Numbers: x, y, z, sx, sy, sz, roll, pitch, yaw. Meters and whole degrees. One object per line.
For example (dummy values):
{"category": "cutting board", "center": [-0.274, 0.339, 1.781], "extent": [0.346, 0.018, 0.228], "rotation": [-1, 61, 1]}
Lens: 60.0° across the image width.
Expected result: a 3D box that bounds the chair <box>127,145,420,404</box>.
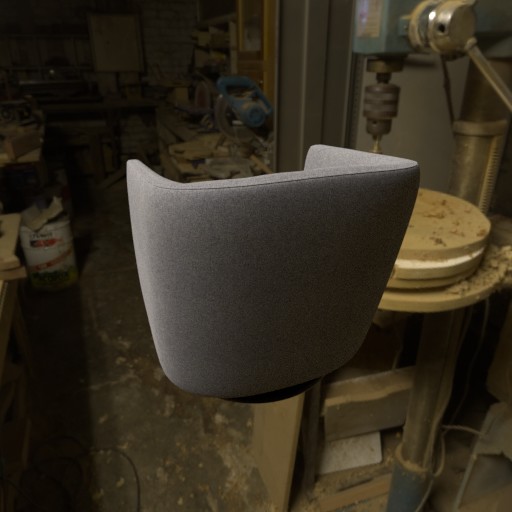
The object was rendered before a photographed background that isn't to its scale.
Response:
{"category": "chair", "center": [0.000, 0.000, 1.617], "extent": [0.822, 0.861, 0.986], "rotation": [-9, 27, -18]}
